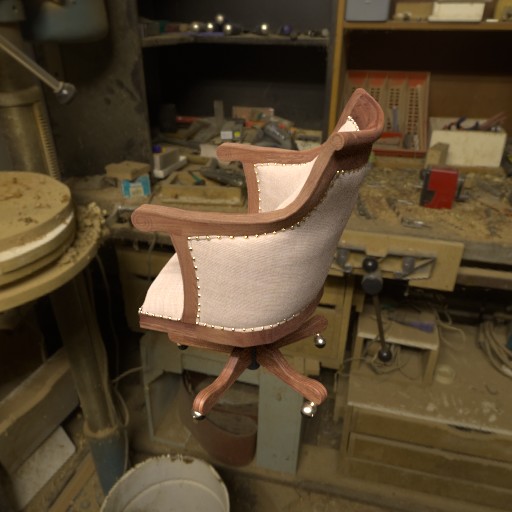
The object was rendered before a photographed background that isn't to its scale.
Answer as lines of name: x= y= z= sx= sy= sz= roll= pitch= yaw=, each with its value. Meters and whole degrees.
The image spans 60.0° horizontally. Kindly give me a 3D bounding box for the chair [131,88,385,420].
chair: x=0.000 y=0.000 z=1.437 sx=0.689 sy=0.965 sz=0.656 roll=8 pitch=30 yaw=14
